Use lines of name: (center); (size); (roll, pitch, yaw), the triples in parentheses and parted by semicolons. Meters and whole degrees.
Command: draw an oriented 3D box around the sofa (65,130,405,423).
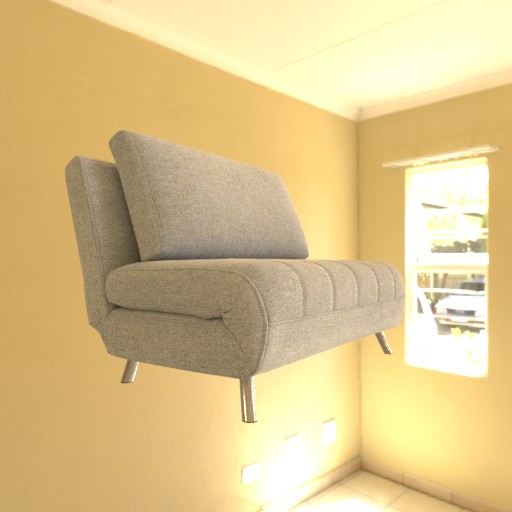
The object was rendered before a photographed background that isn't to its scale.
sofa: (0.000, 0.000, 1.871); (0.910, 0.910, 1.220); (-1, -1, 36)
